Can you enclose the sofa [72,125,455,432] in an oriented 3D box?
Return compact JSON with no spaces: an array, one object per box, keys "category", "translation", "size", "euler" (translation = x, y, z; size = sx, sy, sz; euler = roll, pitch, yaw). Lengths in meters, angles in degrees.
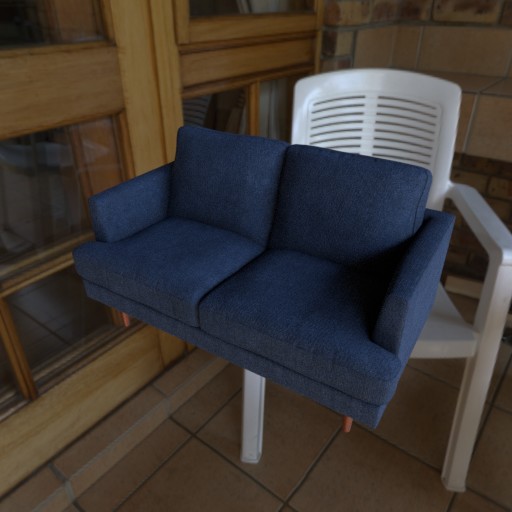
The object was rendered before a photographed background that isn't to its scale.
[{"category":"sofa","translation":[0.000,0.000,2.096],"size":[1.582,0.944,0.903],"euler":[18,35,27]}]
